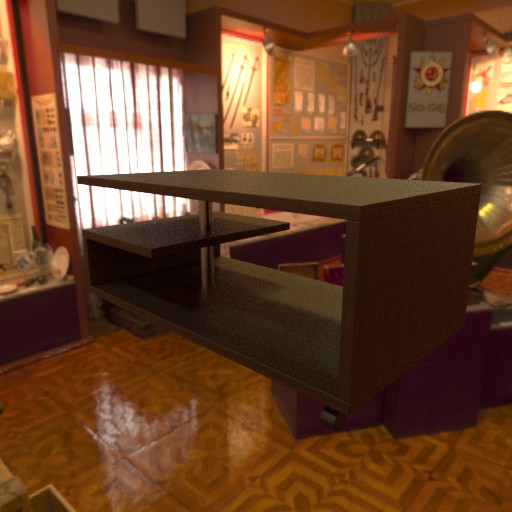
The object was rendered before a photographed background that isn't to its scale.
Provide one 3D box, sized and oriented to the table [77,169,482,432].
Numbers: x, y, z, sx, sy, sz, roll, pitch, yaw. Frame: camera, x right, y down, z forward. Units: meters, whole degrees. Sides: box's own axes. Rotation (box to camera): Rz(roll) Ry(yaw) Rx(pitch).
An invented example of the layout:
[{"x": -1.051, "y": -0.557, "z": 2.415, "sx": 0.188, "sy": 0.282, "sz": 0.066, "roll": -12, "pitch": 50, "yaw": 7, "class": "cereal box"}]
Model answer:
[{"x": 0.000, "y": 0.000, "z": 1.347, "sx": 1.050, "sy": 0.460, "sz": 0.590, "roll": 13, "pitch": 19, "yaw": 42, "class": "table"}]
